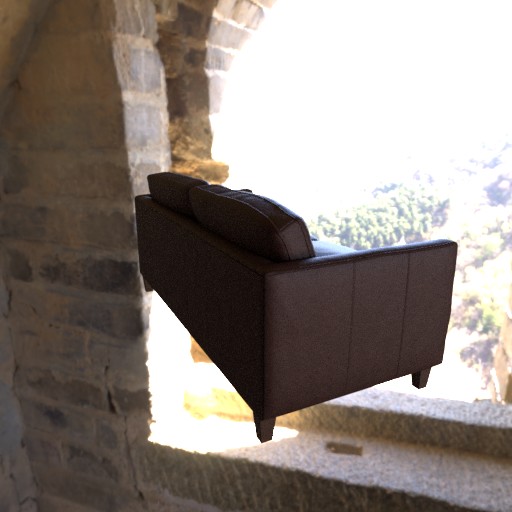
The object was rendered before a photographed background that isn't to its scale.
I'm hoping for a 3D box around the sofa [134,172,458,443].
[{"bbox_3d":[0.000,0.000,2.491,0.923,0.863,1.971,-8,17,-26],"label":"sofa"}]
